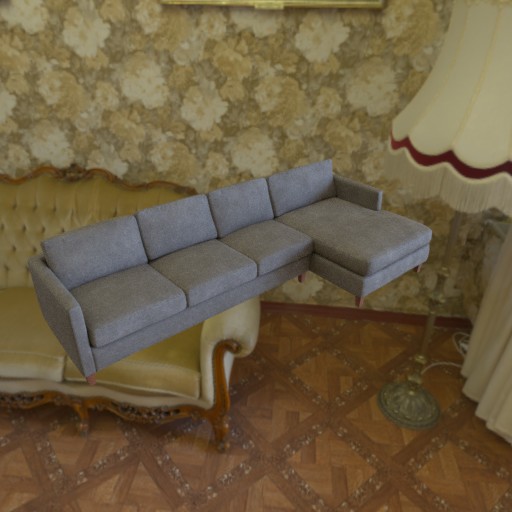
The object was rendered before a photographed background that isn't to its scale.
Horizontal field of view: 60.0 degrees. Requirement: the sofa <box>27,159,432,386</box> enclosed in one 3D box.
[{"bbox_3d":[0.000,0.000,4.079,3.471,0.950,1.604,-22,36,-34],"label":"sofa"}]
